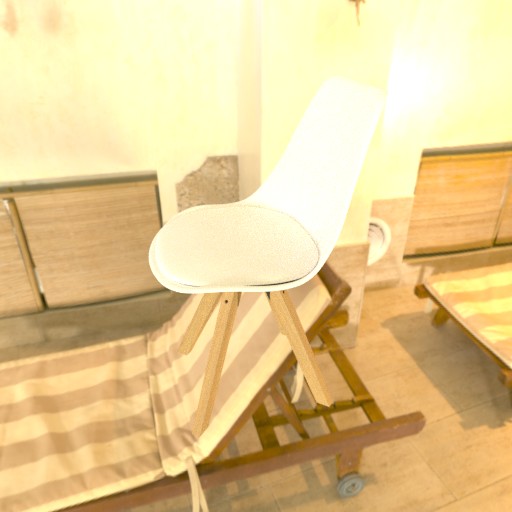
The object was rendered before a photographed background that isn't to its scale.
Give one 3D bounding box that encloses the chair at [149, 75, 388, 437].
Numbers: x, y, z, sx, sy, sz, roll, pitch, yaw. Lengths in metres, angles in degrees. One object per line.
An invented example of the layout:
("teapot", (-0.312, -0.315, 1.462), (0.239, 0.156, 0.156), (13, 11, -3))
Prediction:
("chair", (0.000, 0.000, 1.175), (0.550, 0.849, 0.485), (-8, 31, -14))
